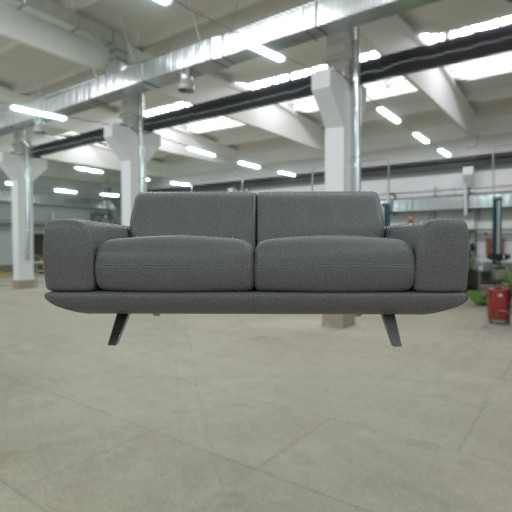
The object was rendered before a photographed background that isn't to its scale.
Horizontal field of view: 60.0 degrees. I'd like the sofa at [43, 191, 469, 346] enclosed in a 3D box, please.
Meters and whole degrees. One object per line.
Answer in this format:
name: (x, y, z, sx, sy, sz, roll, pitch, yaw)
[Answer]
sofa: (0.000, 0.000, 2.377, 1.901, 0.772, 0.900, 0, 1, 1)
